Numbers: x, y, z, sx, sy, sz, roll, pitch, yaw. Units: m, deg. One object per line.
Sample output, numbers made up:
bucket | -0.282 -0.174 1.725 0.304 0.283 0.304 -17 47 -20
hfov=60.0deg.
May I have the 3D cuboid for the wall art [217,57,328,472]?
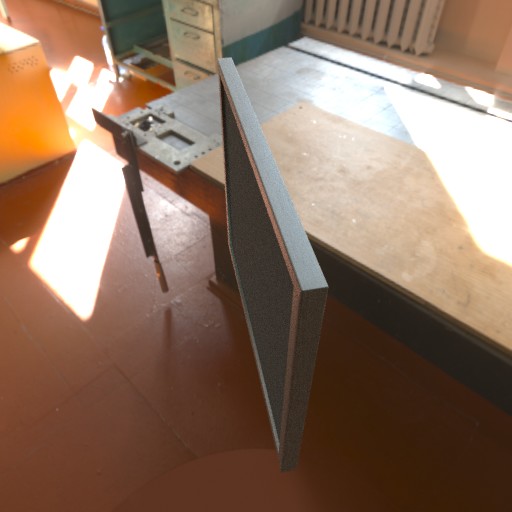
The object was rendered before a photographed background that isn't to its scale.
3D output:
wall art | 0.000 0.000 0.760 0.028 0.457 0.556 -8 45 -8
